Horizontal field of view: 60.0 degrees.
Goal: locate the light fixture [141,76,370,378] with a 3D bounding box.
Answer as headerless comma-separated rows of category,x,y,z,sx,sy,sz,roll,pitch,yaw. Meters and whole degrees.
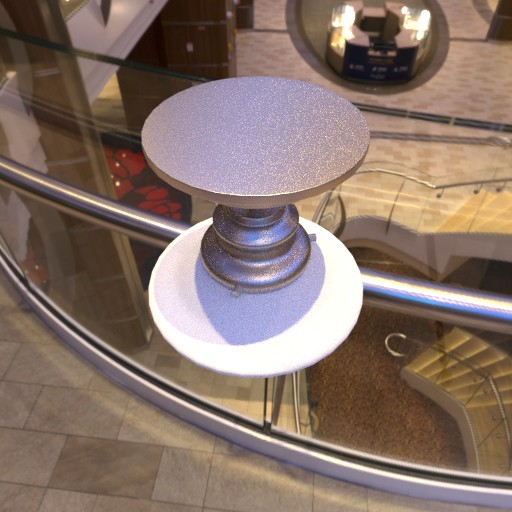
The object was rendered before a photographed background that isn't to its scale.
light fixture,0.000,0.000,0.390,0.199,0.254,0.199,0,46,0
